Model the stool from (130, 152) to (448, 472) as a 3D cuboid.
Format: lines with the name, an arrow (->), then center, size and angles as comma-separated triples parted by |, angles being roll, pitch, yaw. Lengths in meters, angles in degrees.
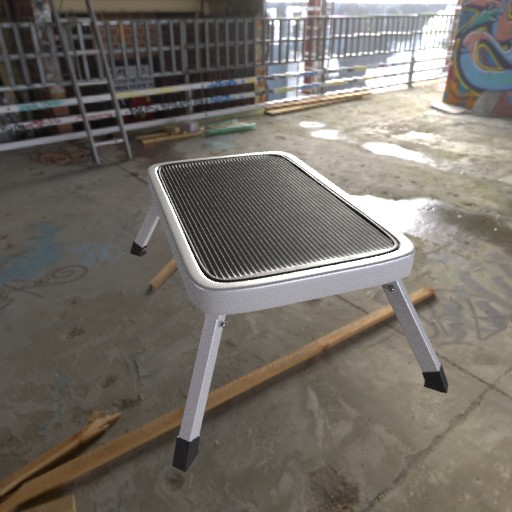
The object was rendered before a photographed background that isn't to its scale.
stool -> 0.000, 0.000, 0.608 | 0.320, 0.170, 0.460 | -10, 31, -16
